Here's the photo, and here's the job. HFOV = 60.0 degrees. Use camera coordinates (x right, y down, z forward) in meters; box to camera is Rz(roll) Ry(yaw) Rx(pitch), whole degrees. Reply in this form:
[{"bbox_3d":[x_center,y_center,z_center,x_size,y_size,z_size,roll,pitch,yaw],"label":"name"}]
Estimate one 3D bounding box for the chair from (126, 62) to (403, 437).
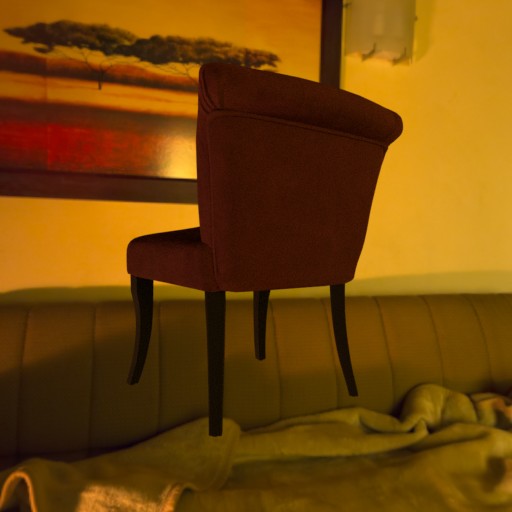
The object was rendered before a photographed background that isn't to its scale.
[{"bbox_3d":[0.000,0.000,1.181,0.582,0.750,0.605,-1,2,-36],"label":"chair"}]
